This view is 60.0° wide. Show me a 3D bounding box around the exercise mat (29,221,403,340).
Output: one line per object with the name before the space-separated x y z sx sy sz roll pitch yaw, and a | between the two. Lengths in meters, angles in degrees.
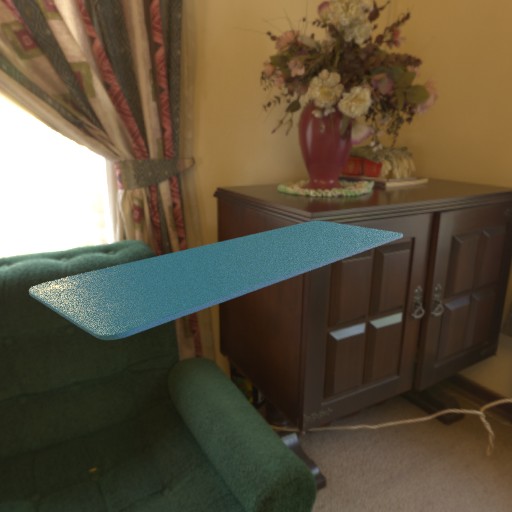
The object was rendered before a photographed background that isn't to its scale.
exercise mat | 0.000 0.000 2.091 0.616 0.021 1.869 14 21 41
